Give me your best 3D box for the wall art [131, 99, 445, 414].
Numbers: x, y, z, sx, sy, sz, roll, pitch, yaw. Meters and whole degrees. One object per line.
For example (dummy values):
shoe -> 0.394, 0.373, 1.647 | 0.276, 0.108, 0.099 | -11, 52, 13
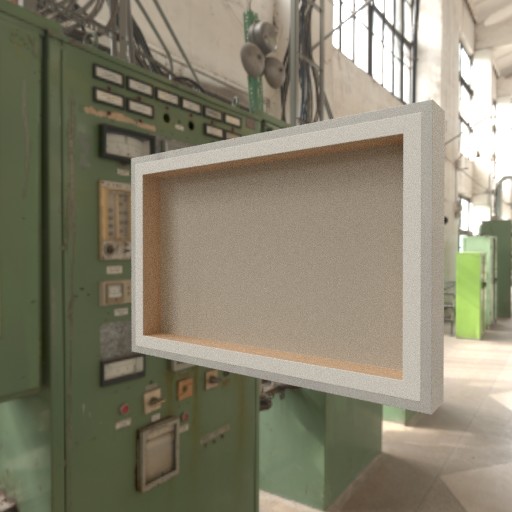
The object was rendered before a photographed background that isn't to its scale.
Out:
wall art -> 0.000, 0.000, 0.485 | 0.381, 0.254, 0.038 | 0, 1, 37
